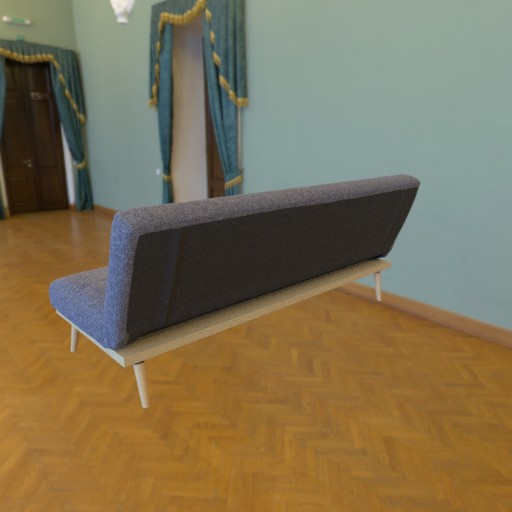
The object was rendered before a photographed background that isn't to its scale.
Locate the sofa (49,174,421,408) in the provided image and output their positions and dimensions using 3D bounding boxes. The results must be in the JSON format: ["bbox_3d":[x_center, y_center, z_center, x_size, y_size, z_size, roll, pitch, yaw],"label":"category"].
[{"bbox_3d":[0.000,0.000,2.279,1.820,0.770,0.820,-14,21,-41],"label":"sofa"}]
